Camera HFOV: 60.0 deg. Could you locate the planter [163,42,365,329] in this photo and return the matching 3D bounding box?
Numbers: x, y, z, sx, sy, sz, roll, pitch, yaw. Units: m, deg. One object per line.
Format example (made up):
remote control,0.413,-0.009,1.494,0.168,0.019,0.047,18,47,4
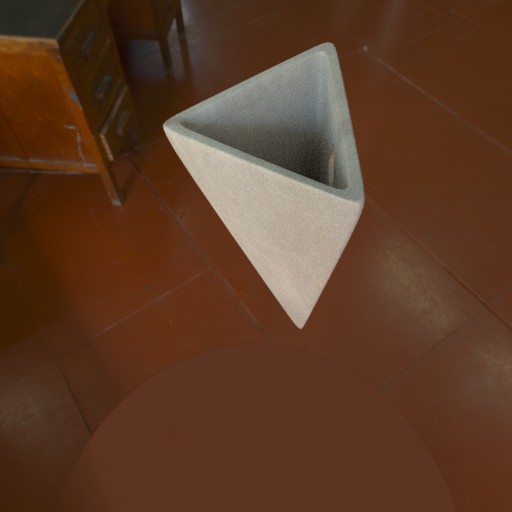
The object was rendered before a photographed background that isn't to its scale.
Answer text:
planter,0.000,0.000,0.280,0.081,0.224,0.101,-1,57,-1
